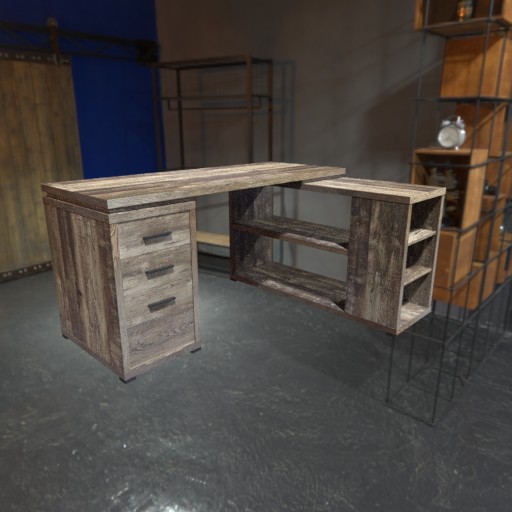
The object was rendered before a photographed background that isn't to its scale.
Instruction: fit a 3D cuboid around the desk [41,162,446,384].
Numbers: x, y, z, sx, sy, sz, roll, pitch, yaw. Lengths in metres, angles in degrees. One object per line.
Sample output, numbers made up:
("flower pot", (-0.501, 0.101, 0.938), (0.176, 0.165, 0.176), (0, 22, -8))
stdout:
("desk", (0.000, 0.000, 2.211), (1.200, 0.753, 1.524), (16, 23, 42))
